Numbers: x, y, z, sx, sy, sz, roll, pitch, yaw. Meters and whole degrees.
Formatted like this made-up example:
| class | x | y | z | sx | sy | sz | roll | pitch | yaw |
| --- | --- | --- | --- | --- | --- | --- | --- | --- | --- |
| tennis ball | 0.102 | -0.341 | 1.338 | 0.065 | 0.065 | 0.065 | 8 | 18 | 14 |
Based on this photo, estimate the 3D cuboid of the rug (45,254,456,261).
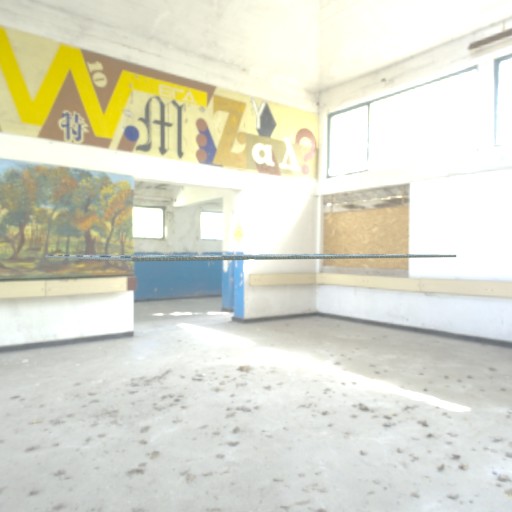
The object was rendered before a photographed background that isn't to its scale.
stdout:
| class | x | y | z | sx | sy | sz | roll | pitch | yaw |
| --- | --- | --- | --- | --- | --- | --- | --- | --- | --- |
| rug | 0.000 | 0.000 | 2.361 | 1.829 | 0.014 | 1.235 | 0 | 1 | -37 |
